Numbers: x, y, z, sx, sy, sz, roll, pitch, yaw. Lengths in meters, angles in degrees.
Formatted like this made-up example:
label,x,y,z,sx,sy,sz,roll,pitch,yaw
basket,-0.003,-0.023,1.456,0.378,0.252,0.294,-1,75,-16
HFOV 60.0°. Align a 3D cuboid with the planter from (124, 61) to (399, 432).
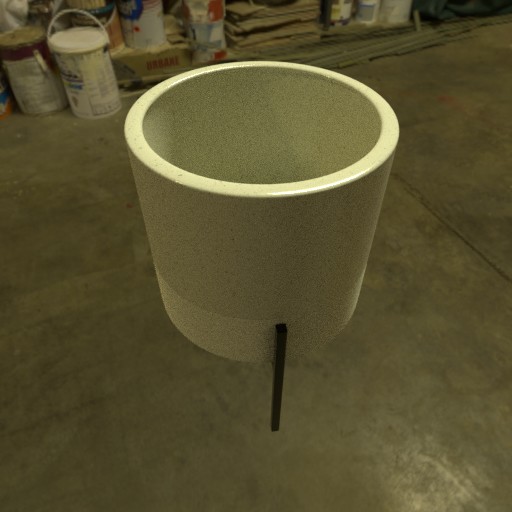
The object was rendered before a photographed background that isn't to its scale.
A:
label,x,y,z,sx,sy,sz,roll,pitch,yaw
planter,0.000,0.000,0.332,0.159,0.230,0.152,16,47,16
